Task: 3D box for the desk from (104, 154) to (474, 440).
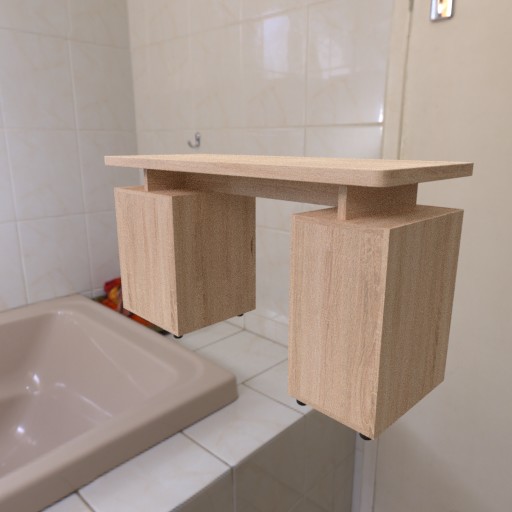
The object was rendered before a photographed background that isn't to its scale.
[{"bbox_3d":[0.000,0.000,1.771,0.550,0.760,1.400,-14,20,-43],"label":"desk"}]
